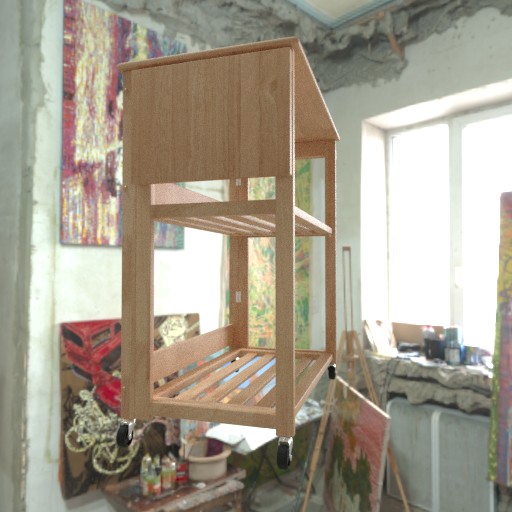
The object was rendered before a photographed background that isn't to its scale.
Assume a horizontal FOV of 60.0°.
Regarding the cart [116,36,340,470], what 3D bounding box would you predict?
[{"bbox_3d":[0.000,0.000,1.345,0.432,0.879,0.853,0,-1,17],"label":"cart"}]
